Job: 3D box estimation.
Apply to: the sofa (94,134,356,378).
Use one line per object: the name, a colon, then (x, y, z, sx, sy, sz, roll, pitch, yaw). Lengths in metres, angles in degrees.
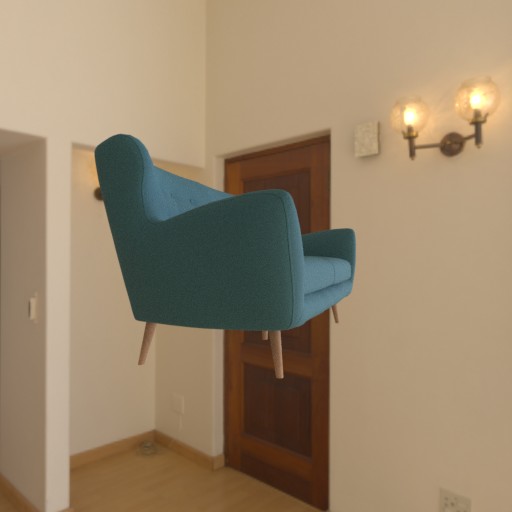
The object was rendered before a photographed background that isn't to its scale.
sofa: (0.000, 0.000, 2.397, 0.889, 0.890, 1.930, 0, -1, 19)
